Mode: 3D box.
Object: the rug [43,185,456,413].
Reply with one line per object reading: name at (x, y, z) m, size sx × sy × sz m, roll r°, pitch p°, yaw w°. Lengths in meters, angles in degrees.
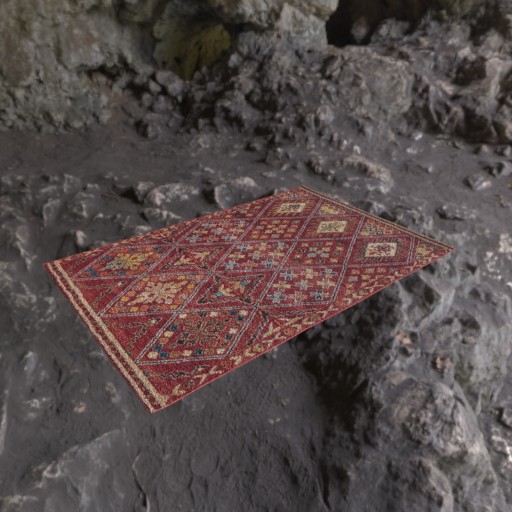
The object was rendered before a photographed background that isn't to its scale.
rug at (0.000, 0.000, 2.919) m, size 2.286 × 0.026 × 1.521 m, roll -21°, pitch 36°, yaw -33°
